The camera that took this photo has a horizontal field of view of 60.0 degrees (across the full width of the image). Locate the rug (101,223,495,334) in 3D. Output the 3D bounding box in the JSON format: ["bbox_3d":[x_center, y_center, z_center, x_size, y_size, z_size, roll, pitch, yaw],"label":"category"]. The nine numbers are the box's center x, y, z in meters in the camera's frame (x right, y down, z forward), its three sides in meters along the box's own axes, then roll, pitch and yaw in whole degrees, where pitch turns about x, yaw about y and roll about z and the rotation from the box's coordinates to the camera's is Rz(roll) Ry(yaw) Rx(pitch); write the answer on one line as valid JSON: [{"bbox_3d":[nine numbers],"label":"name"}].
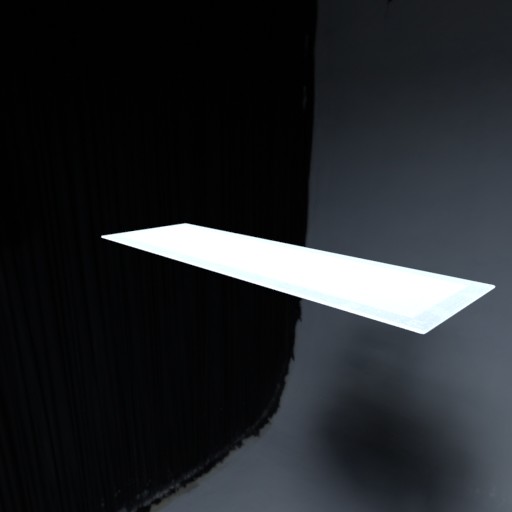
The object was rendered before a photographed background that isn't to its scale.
[{"bbox_3d":[0.000,0.000,2.656,2.430,0.012,0.759,14,19,43],"label":"rug"}]
